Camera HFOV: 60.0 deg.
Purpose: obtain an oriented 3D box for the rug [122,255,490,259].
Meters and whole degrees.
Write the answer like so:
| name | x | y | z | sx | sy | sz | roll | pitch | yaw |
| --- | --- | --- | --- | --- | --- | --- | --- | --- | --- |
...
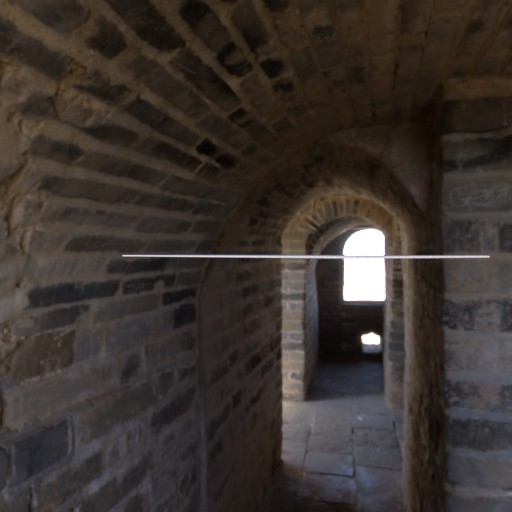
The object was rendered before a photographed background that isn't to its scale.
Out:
| name | x | y | z | sx | sy | sz | roll | pitch | yaw |
| --- | --- | --- | --- | --- | --- | --- | --- | --- | --- |
| rug | 0.000 | 0.000 | 2.696 | 0.864 | 0.012 | 2.388 | 0 | 0 | -35 |
